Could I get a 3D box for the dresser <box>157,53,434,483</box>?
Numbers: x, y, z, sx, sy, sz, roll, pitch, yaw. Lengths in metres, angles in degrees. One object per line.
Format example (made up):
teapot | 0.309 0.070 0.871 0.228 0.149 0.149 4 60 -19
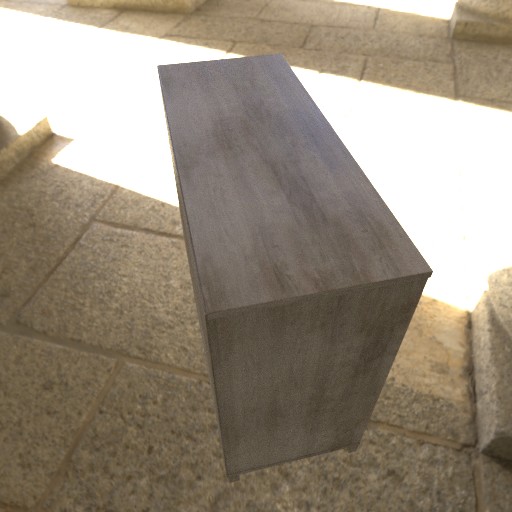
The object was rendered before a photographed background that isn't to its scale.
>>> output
dresser | 0.000 0.000 1.371 0.404 0.816 0.994 -10 46 -9
